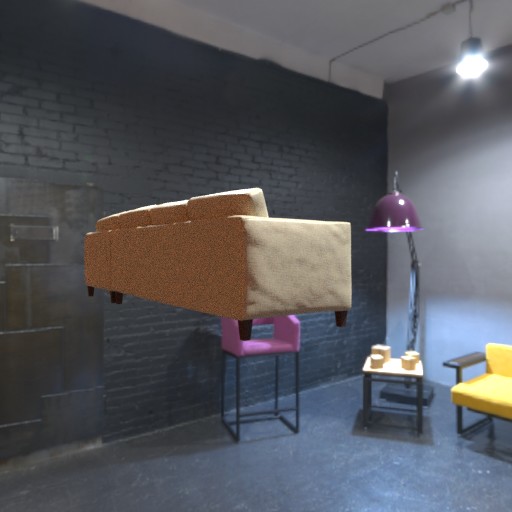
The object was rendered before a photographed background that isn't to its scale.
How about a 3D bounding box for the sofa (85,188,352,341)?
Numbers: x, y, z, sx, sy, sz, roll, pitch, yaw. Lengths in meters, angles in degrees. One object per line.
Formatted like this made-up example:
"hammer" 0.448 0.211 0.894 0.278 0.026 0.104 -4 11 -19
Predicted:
"sofa" 0.000 0.000 4.568 2.593 0.947 3.302 0 1 -36
